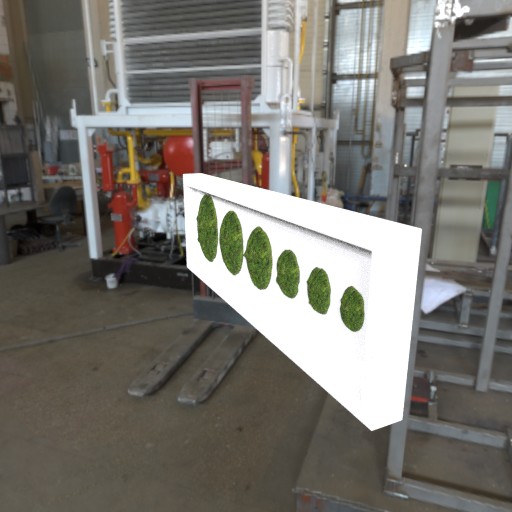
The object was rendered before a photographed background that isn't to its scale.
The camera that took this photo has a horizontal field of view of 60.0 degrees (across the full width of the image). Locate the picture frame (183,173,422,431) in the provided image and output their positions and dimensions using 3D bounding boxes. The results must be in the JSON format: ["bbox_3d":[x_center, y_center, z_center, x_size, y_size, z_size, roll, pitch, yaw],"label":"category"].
[{"bbox_3d":[0.000,0.000,0.851,0.050,0.250,0.759,-7,17,-25],"label":"picture frame"}]
